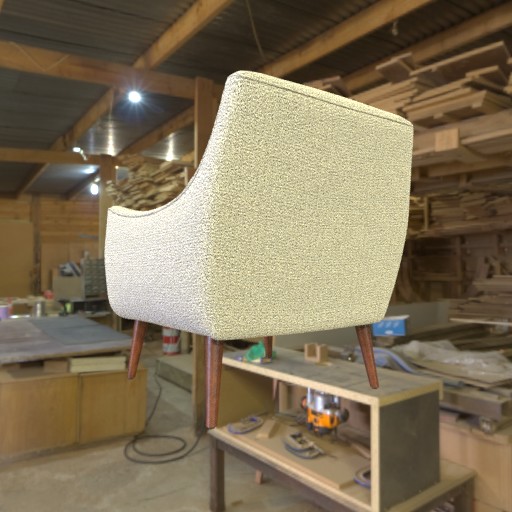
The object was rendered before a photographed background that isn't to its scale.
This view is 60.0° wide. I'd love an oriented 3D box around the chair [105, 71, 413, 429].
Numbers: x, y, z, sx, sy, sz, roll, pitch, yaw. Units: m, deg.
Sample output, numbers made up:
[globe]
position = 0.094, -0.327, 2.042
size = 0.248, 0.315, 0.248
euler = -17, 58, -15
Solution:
[chair]
position = 0.000, 0.000, 1.430
size = 0.762, 0.838, 0.787
euler = 1, -1, -35
